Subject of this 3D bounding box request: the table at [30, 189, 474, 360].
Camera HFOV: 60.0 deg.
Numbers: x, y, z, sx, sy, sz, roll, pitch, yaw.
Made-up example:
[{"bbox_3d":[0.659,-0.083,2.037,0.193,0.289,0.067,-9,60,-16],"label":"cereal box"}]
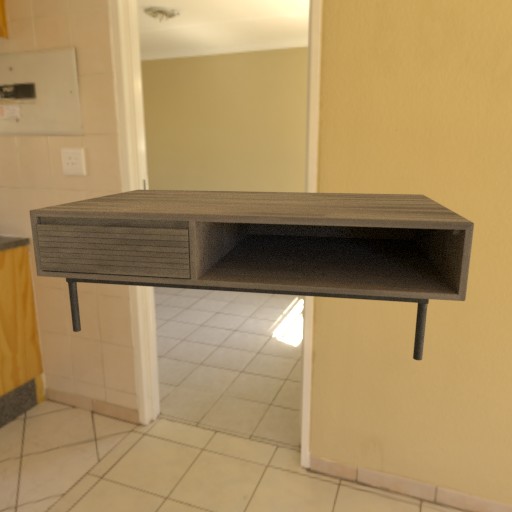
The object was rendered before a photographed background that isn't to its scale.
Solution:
[{"bbox_3d":[0.000,0.000,1.405,1.088,0.347,0.643,3,14,11],"label":"table"}]
